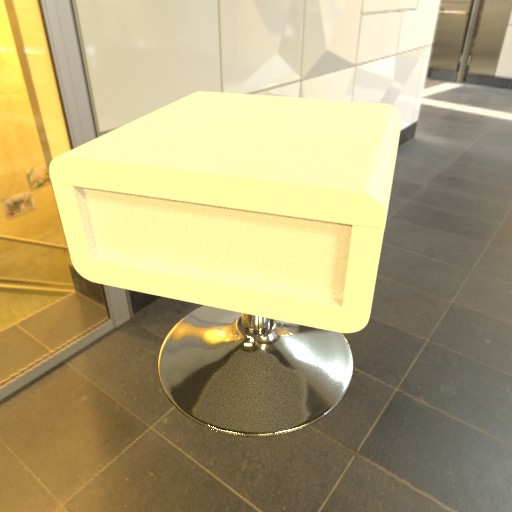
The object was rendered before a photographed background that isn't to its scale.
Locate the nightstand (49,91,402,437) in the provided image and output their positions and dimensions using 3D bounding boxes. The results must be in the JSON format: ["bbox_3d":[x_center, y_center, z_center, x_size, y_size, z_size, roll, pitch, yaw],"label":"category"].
[{"bbox_3d":[0.000,0.000,0.753,0.399,0.447,0.404,10,33,15],"label":"nightstand"}]
